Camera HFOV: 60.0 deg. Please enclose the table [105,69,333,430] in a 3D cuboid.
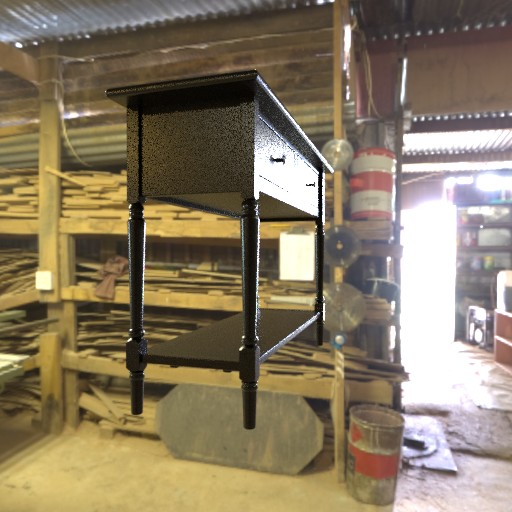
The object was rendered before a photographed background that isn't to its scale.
[{"bbox_3d":[0.000,0.000,1.581,0.386,0.819,1.191,0,0,18],"label":"table"}]
